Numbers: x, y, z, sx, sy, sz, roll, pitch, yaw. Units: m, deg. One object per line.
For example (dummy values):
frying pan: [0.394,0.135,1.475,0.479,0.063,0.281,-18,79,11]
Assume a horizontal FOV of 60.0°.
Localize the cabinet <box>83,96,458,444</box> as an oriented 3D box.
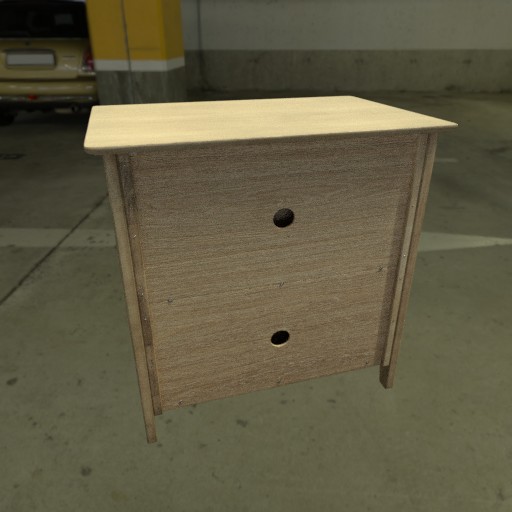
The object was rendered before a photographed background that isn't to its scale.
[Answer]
cabinet: [0.000,0.000,1.235,0.763,0.762,0.503,-8,28,-15]
